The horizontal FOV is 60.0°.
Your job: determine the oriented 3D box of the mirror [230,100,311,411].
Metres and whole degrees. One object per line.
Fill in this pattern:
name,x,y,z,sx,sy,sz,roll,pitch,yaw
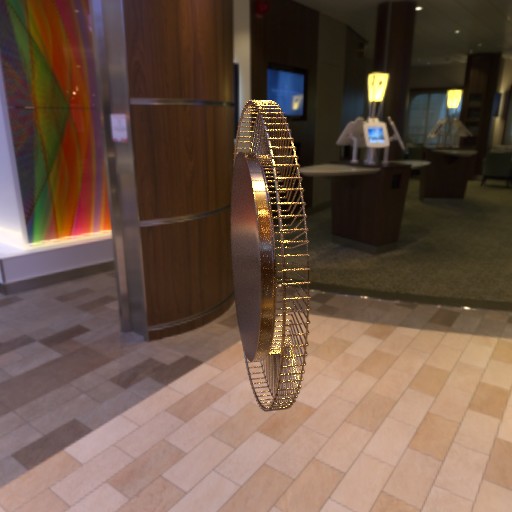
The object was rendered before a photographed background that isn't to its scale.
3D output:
mirror,0.000,0.000,1.060,0.067,0.703,0.703,-3,17,-9
